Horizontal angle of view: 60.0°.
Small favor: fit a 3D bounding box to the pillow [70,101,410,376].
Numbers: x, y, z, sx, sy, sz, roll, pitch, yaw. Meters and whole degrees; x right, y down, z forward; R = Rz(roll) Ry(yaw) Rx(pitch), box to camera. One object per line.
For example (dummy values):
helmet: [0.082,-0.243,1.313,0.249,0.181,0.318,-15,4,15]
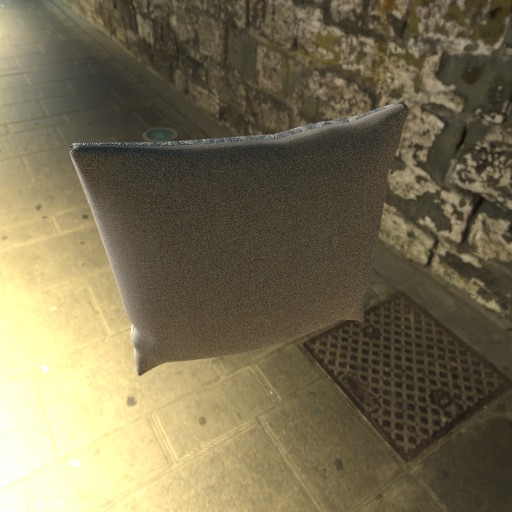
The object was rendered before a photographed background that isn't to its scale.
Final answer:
pillow: [0.000,0.000,0.789,0.508,0.498,0.215,-12,41,-14]
